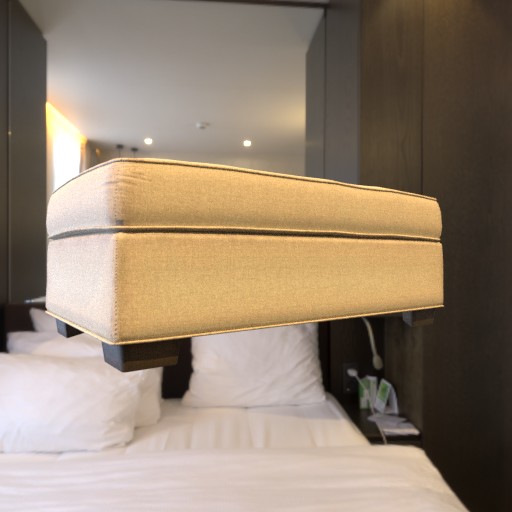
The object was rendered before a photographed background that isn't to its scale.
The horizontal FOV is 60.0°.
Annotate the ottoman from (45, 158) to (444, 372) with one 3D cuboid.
[{"bbox_3d":[0.000,0.000,1.377,1.097,0.448,0.617,0,0,-36],"label":"ottoman"}]
